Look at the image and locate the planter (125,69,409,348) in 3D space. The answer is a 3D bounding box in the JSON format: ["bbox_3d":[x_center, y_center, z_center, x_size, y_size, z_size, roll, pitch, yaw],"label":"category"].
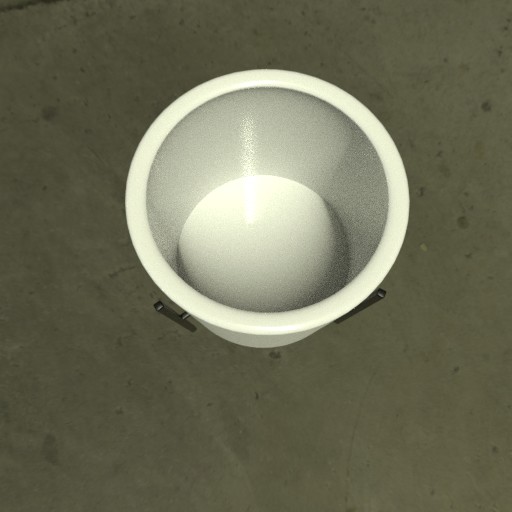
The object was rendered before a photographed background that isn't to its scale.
[{"bbox_3d":[0.000,0.000,0.508,0.239,0.356,0.239,-34,78,-8],"label":"planter"}]
